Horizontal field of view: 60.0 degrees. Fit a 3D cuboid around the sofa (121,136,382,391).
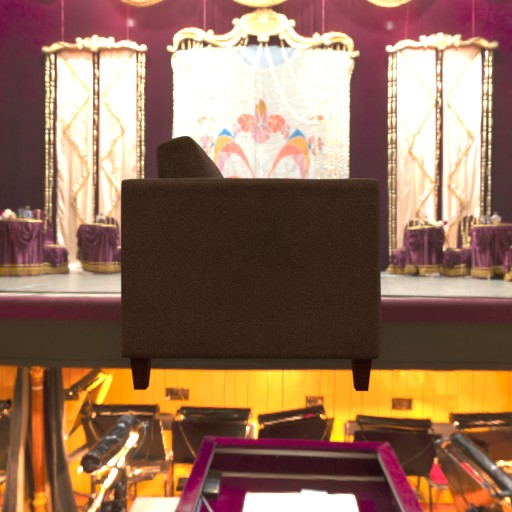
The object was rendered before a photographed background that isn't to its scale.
[{"bbox_3d":[0.000,0.000,2.467,0.950,0.963,1.884,0,1,1],"label":"sofa"}]
